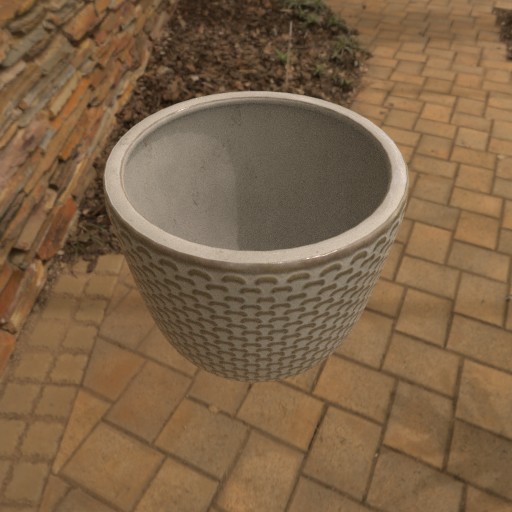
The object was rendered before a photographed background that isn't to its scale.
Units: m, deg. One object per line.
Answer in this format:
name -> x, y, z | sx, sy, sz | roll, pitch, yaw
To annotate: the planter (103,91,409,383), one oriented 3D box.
planter -> 0.000, 0.000, 0.308 | 0.173, 0.160, 0.173 | 0, 45, 0
